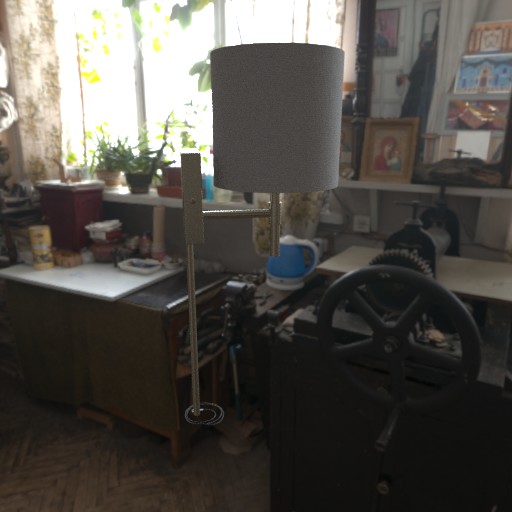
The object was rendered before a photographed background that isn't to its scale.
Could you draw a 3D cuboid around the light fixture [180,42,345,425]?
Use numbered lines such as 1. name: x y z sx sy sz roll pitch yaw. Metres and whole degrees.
1. light fixture: 0.000 0.000 0.702 0.248 0.589 0.188 -3 16 -10
